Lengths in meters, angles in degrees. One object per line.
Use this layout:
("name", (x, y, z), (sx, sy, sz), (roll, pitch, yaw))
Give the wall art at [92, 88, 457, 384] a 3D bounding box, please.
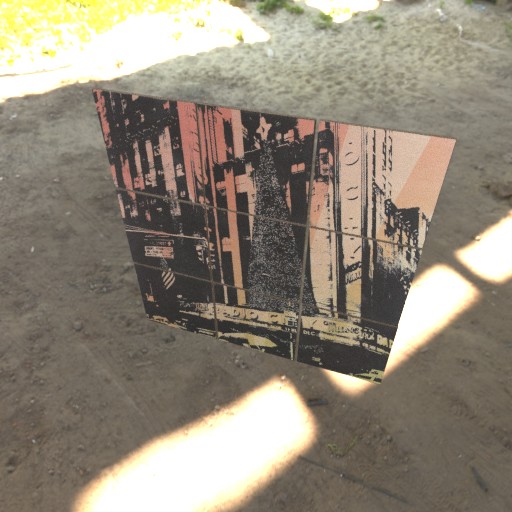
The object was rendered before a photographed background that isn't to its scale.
("wall art", (0.000, 0.000, 1.364), (0.919, 0.917, 0.010), (13, 42, 14))
